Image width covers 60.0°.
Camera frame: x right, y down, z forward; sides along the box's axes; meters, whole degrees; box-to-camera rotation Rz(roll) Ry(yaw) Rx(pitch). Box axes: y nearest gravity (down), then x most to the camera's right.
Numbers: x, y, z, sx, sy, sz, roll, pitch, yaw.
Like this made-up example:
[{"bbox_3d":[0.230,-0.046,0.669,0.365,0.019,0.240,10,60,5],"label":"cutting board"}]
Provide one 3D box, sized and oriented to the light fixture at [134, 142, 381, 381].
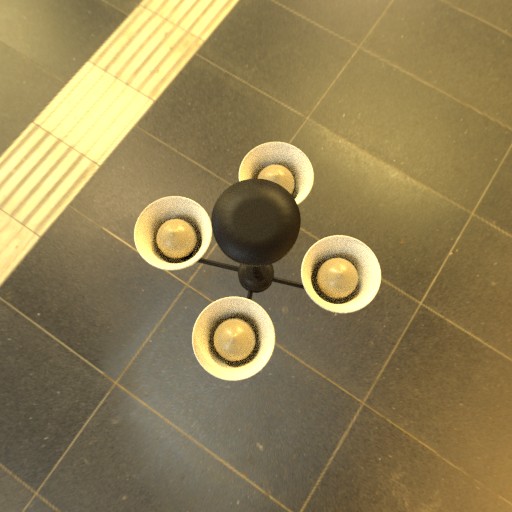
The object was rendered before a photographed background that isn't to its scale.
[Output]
[{"bbox_3d":[0.000,0.000,1.931,1.069,0.925,1.069,14,75,4],"label":"light fixture"}]
